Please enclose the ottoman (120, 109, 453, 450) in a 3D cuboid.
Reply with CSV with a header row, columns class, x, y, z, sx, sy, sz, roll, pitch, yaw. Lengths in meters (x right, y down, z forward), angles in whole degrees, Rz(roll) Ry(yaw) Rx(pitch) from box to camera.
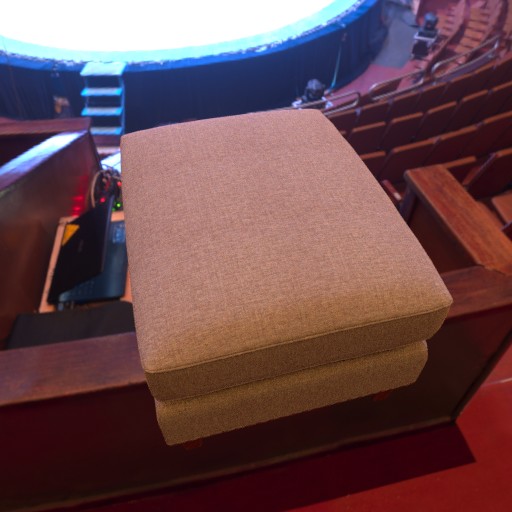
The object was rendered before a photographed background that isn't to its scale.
class,x,y,z,sx,sy,sz,roll,pitch,yaw
ottoman,0.000,0.000,1.126,0.584,0.513,0.741,-11,48,-10
